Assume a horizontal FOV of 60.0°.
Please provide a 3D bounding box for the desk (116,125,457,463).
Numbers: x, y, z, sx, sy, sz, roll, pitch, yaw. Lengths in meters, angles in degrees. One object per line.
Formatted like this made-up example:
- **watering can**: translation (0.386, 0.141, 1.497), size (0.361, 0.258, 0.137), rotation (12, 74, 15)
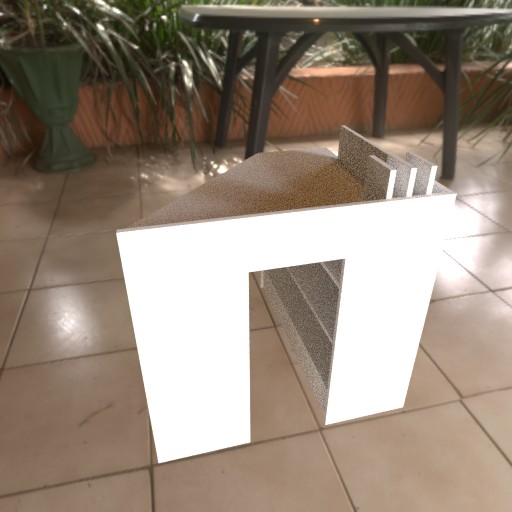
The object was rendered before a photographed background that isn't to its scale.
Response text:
- **desk**: translation (0.000, 0.000, 1.766), size (0.940, 0.986, 0.940), rotation (-8, 32, -13)
